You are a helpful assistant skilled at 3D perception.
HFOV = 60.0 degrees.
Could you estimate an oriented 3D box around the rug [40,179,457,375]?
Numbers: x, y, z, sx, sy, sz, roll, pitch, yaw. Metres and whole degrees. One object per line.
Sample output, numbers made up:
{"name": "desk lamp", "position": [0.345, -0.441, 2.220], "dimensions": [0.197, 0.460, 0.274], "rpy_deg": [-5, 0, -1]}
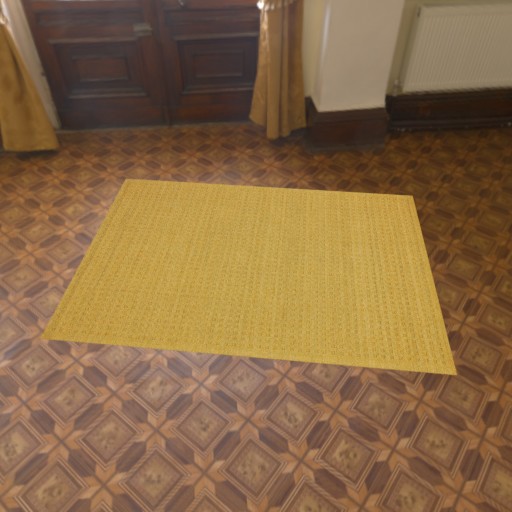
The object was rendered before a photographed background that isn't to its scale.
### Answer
{"name": "rug", "position": [0.000, 0.000, 3.764], "dimensions": [2.895, 0.006, 1.981], "rpy_deg": [4, 45, 4]}
